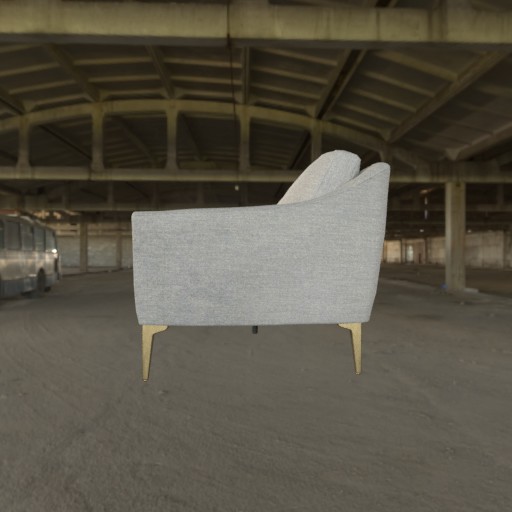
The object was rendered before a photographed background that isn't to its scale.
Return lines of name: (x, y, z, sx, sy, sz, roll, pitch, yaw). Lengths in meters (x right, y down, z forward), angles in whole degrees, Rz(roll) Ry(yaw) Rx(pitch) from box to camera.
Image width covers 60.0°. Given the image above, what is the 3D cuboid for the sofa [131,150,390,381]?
sofa: (0.000, 0.000, 2.608, 0.980, 0.913, 2.036, 0, 0, -2)
